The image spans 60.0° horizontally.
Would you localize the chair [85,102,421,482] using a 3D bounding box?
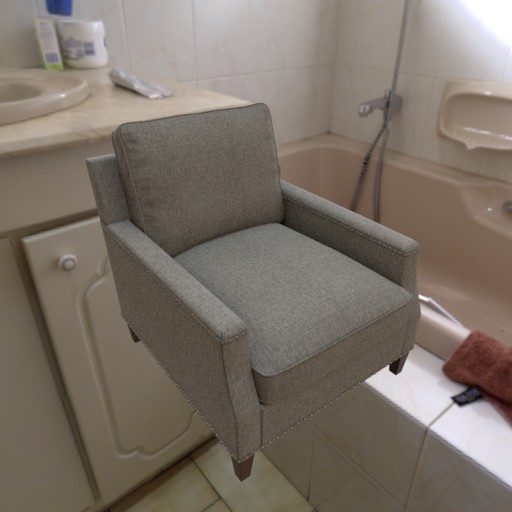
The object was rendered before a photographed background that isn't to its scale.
[{"bbox_3d":[0.000,0.000,1.682,0.853,0.943,1.014,-21,36,-31],"label":"chair"}]
